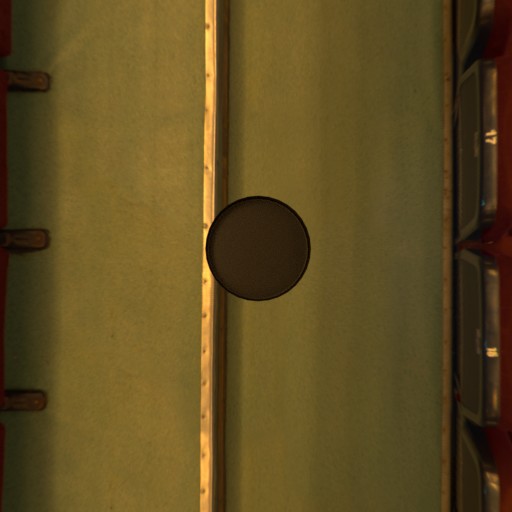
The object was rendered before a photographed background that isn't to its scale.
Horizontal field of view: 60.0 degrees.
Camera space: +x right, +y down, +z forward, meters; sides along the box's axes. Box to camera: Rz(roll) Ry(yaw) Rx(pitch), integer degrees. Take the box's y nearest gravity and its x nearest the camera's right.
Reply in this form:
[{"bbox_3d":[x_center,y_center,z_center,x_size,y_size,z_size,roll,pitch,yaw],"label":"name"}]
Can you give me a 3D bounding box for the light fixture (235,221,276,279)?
[{"bbox_3d":[0.000,0.000,0.947,0.123,0.863,0.123,0,89,0],"label":"light fixture"}]
